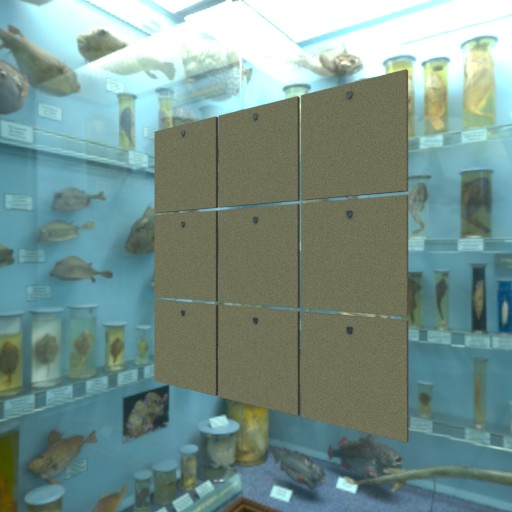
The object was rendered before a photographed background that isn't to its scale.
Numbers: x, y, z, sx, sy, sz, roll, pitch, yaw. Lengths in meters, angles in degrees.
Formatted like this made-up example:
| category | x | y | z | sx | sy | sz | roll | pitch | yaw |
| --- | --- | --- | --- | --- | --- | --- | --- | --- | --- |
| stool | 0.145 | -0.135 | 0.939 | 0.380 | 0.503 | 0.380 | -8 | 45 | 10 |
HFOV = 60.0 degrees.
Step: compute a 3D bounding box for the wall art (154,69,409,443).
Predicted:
| category | x | y | z | sx | sy | sz | roll | pitch | yaw |
| --- | --- | --- | --- | --- | --- | --- | --- | --- | --- |
| wall art | 0.000 | 0.000 | 1.341 | 0.906 | 0.904 | 0.018 | 0 | 0 | 36 |
